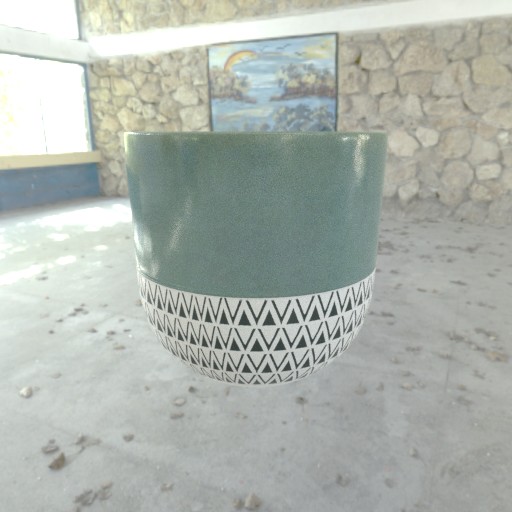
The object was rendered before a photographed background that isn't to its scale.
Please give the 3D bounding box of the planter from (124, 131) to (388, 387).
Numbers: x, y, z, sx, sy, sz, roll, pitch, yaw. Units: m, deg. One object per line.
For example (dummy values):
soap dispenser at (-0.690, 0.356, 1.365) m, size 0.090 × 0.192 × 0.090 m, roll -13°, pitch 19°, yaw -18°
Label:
planter at (0.000, 0.000, 0.500) m, size 0.266 × 0.270 × 0.266 m, roll 0°, pitch 16°, yaw 0°
